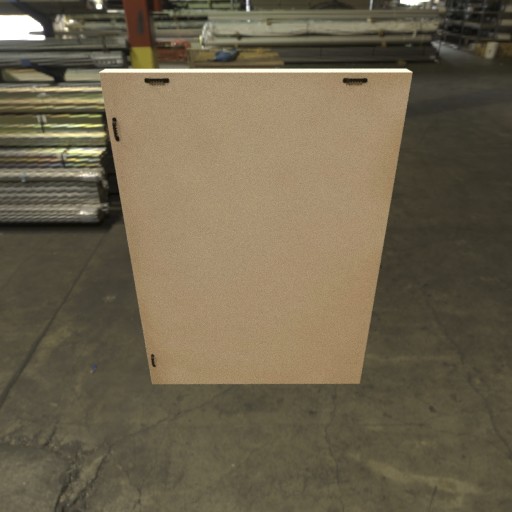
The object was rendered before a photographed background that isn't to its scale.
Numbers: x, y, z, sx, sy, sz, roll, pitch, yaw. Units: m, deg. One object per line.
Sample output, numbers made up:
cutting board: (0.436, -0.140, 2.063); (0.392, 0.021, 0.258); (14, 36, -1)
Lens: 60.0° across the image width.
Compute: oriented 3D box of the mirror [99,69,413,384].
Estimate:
mirror: (0.000, 0.000, 0.911); (0.507, 0.710, 0.040); (0, 31, 0)
